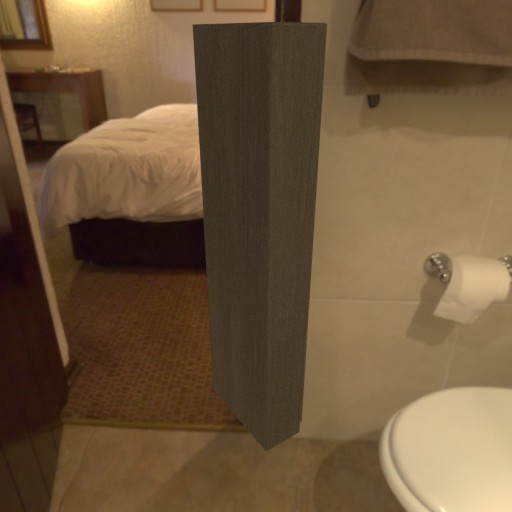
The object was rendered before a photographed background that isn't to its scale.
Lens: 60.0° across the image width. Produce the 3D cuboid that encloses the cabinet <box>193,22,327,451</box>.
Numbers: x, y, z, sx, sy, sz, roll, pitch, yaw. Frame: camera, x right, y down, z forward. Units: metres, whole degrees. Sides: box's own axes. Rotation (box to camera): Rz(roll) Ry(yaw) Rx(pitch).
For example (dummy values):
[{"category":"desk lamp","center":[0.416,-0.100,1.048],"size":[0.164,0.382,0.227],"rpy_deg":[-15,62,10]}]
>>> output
[{"category":"cabinet","center":[0.000,0.000,1.928],"size":[0.230,1.790,0.500],"rpy_deg":[-17,31,-30]}]
